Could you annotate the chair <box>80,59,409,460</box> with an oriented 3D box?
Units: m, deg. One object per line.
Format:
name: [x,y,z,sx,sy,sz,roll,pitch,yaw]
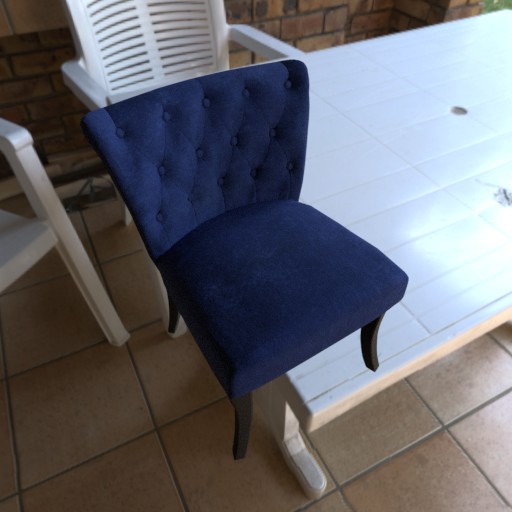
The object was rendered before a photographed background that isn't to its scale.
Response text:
chair: [0.000,0.000,1.160,0.585,0.753,0.606,-25,50,-23]
